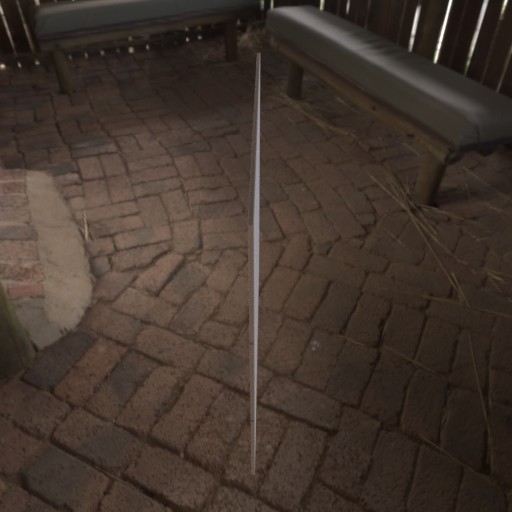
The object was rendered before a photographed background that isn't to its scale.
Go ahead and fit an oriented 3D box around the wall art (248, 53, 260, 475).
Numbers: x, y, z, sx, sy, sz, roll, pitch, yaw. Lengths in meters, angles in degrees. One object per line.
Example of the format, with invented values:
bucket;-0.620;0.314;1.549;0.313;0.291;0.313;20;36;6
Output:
wall art;0.000;0.000;2.261;0.017;1.521;1.527;1;41;1
